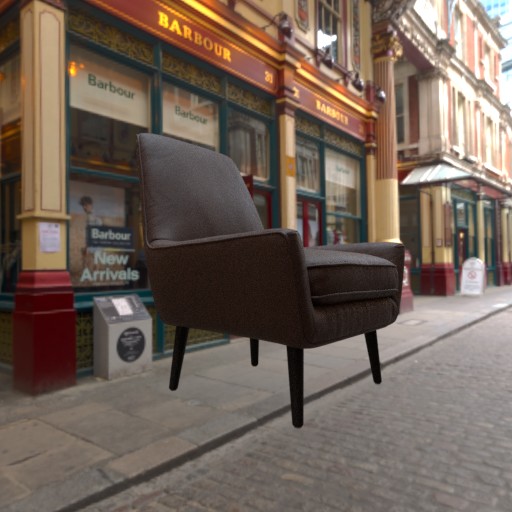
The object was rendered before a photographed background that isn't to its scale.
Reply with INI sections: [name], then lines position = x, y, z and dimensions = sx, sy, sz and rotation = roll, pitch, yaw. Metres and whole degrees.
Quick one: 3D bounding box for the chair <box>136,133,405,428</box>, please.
[chair]
position = 0.000, 0.000, 1.541
dimensions = 0.824, 0.888, 0.787
rotation = -1, -2, 37
